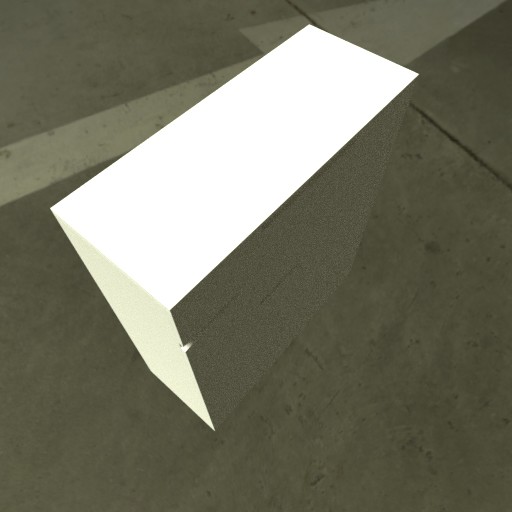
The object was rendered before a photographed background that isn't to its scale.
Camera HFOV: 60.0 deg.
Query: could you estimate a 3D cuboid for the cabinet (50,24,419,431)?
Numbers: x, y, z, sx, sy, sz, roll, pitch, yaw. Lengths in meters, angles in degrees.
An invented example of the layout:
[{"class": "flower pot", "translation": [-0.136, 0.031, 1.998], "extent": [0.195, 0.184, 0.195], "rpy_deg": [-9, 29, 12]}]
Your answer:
[{"class": "cabinet", "translation": [0.000, 0.000, 1.662], "extent": [0.400, 1.190, 1.000], "rpy_deg": [36, 64, 21]}]
